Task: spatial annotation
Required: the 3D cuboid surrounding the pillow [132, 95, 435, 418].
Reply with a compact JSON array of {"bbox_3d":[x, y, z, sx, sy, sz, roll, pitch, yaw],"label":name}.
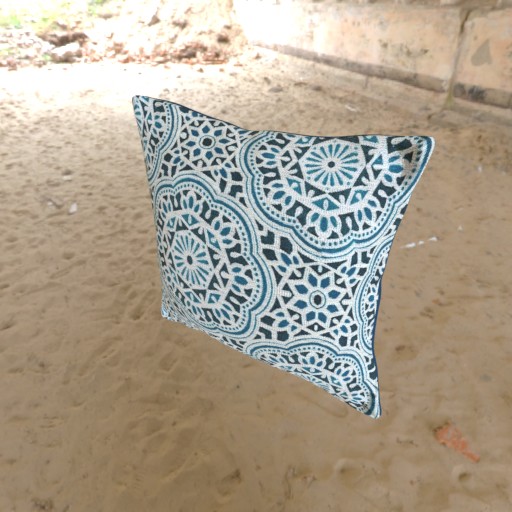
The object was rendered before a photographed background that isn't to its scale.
[{"bbox_3d":[0.000,0.000,0.654,0.440,0.420,0.145,19,36,28],"label":"pillow"}]
